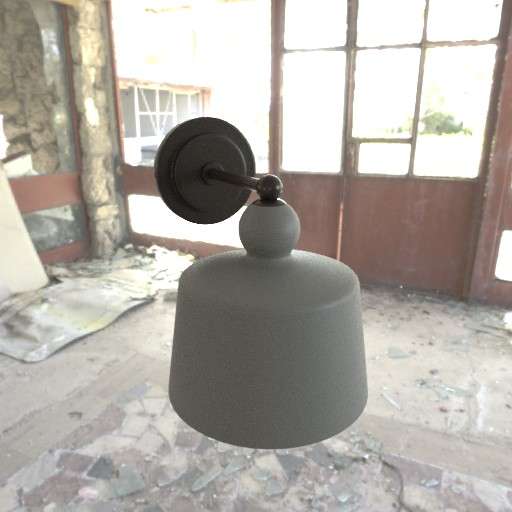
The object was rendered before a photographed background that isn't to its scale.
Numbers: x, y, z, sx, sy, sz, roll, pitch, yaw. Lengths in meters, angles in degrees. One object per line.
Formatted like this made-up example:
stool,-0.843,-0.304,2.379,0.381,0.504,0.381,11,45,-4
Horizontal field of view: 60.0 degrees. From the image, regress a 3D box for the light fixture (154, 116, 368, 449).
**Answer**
light fixture,0.000,0.000,0.446,0.204,0.268,0.254,-9,19,-28
